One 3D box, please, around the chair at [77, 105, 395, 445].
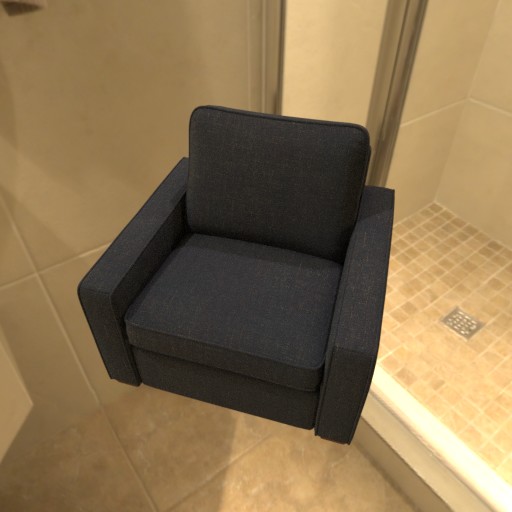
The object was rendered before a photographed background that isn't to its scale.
[{"bbox_3d":[0.000,0.000,1.759,1.017,0.919,0.940,11,43,12],"label":"chair"}]
